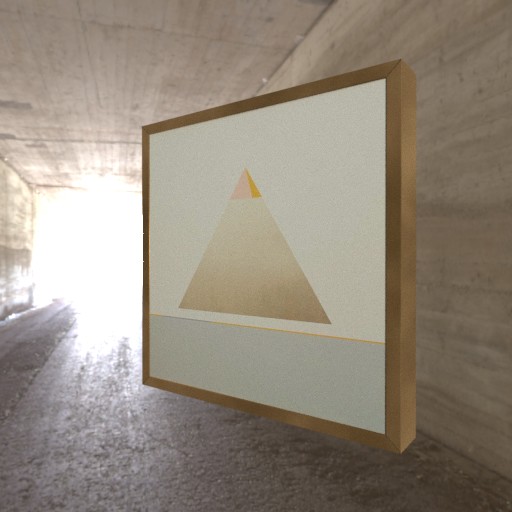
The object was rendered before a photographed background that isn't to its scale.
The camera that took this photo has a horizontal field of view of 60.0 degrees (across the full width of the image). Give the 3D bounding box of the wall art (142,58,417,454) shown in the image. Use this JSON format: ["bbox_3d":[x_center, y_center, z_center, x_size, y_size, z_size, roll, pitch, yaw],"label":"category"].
[{"bbox_3d":[0.000,0.000,0.446,0.305,0.303,0.038,0,0,36],"label":"wall art"}]
